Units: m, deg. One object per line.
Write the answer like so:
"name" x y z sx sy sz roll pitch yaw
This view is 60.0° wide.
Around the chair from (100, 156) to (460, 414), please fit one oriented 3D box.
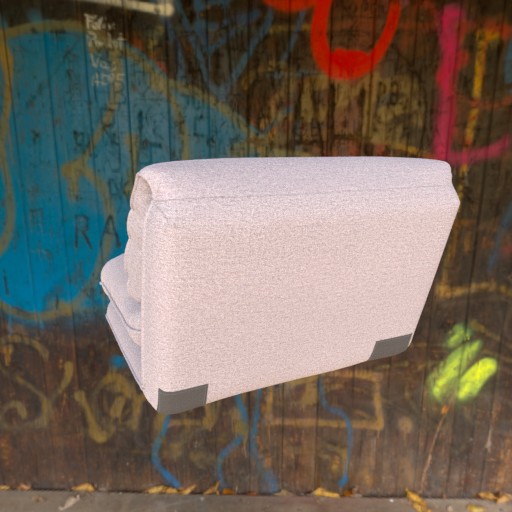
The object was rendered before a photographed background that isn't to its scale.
"chair" 0.000 0.000 1.313 0.820 0.580 0.780 -7 15 -26
